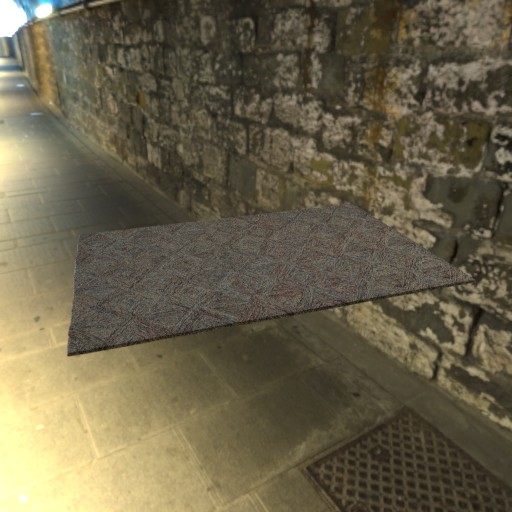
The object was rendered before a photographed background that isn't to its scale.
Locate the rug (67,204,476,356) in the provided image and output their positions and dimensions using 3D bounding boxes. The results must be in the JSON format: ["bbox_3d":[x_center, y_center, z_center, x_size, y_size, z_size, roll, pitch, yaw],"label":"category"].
[{"bbox_3d":[0.000,0.000,2.272,1.761,0.014,1.143,-8,27,-16],"label":"rug"}]
